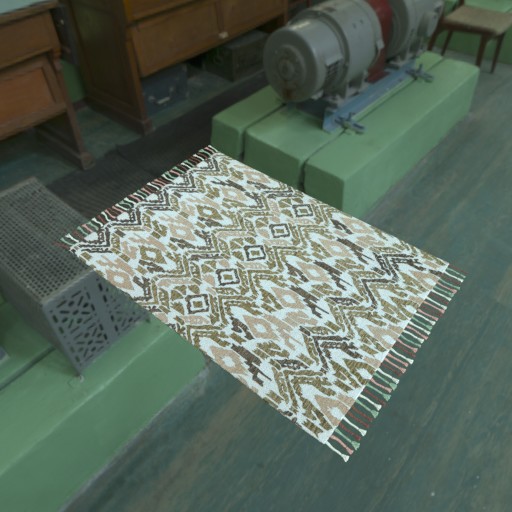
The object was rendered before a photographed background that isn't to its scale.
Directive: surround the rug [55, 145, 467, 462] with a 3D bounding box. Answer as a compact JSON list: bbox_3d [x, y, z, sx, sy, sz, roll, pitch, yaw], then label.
[{"bbox_3d":[0.000,0.000,2.323,1.829,0.008,1.219,31,54,26],"label":"rug"}]
